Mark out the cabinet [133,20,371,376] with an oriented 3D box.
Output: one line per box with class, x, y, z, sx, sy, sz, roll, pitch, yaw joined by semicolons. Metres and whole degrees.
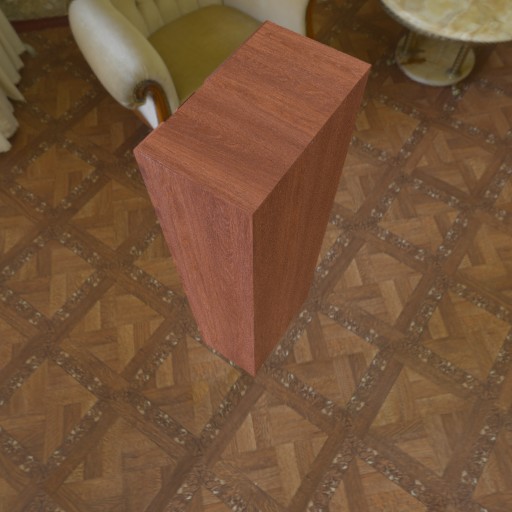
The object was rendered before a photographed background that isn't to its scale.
cabinet;0.000;0.000;2.182;0.420;1.980;0.660;31;67;15
